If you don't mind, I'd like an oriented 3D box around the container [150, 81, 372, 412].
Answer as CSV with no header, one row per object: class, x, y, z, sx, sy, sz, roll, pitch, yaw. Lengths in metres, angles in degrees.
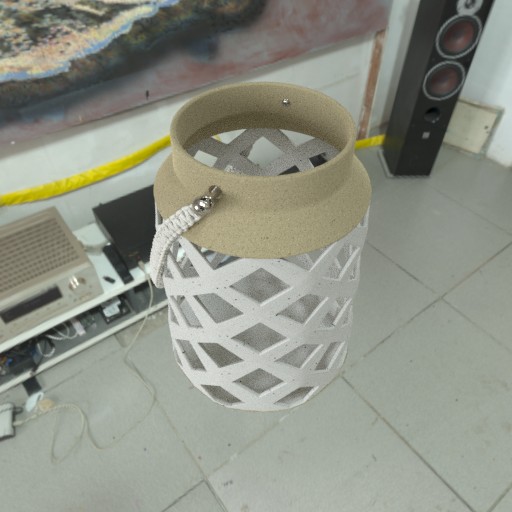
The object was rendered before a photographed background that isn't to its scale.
container,0.000,0.000,0.343,0.172,0.229,0.163,17,49,16
